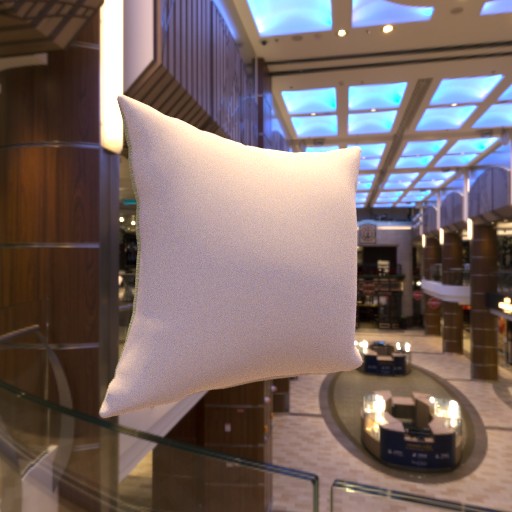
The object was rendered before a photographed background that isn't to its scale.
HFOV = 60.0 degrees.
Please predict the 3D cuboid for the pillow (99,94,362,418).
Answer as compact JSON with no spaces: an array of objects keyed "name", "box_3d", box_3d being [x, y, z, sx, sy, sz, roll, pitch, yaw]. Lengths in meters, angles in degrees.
[{"name":"pillow","box_3d":[0.000,0.000,0.813,0.560,0.487,0.229,0,-1,-35]}]
